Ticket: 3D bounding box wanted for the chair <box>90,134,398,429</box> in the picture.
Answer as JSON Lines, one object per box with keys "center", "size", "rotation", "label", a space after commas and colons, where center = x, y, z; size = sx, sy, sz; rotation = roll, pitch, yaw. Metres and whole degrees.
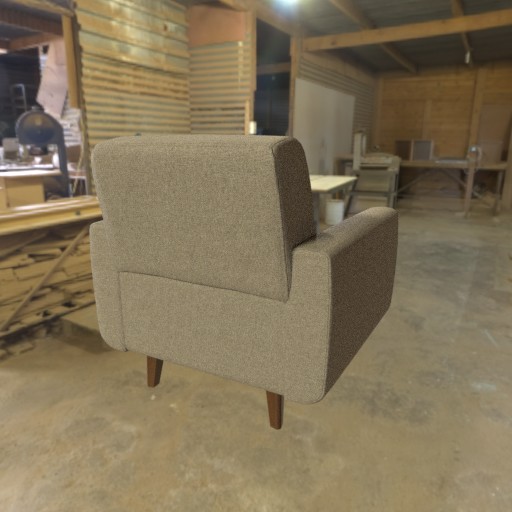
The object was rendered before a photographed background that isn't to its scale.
{"center": [0.000, 0.000, 1.589], "size": [0.831, 0.839, 0.907], "rotation": [8, 17, 27], "label": "chair"}
